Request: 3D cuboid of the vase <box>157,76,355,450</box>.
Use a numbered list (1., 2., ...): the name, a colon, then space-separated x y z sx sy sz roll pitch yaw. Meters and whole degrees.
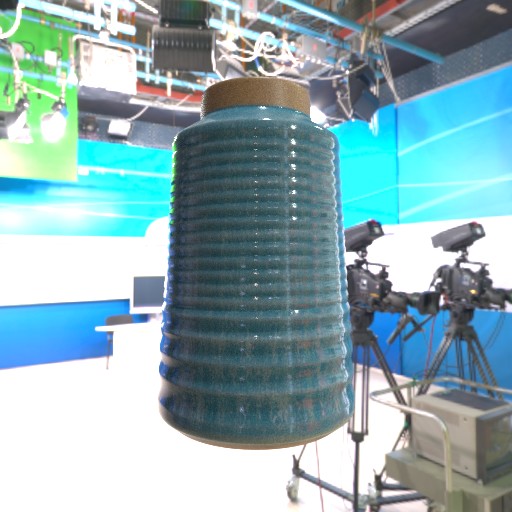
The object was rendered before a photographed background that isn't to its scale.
1. vase: 0.000 0.000 0.373 0.163 0.267 0.163 0 0 0
